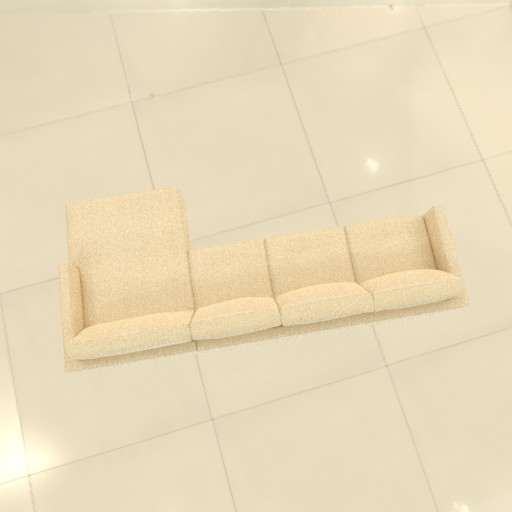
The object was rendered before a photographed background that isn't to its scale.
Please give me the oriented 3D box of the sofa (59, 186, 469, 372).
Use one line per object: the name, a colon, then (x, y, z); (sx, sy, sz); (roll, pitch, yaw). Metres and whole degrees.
sofa: (0.000, 0.000, 4.147); (3.471, 0.954, 1.603); (-9, 77, -2)
